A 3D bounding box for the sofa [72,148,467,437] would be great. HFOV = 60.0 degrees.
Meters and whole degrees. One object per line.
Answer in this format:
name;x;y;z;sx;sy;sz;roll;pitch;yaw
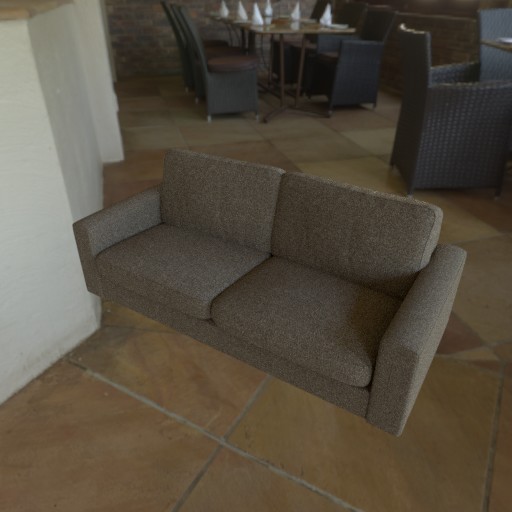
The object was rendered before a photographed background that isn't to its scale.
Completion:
sofa;0.000;0.000;2.686;2.179;0.873;1.016;18;36;27
